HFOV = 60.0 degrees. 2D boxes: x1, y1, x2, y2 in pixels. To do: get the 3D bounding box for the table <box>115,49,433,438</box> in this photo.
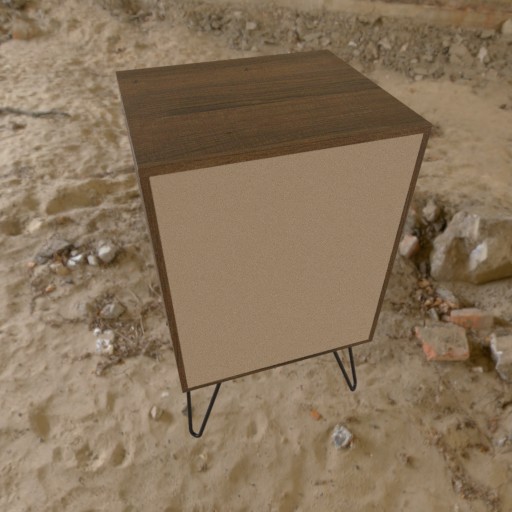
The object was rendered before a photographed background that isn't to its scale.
[{"bbox_3d":[0.000,0.000,1.178,0.526,0.866,0.457,-12,43,-13],"label":"table"}]
